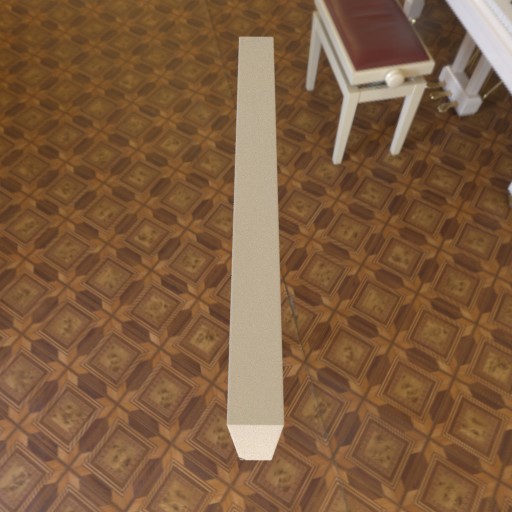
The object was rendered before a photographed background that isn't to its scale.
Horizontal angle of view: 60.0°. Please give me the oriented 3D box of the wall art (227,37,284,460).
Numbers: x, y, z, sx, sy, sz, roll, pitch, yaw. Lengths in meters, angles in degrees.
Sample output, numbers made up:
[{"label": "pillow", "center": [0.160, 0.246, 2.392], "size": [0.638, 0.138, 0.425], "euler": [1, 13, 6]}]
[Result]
[{"label": "wall art", "center": [0.000, 0.000, 0.481], "size": [0.039, 0.254, 0.384], "euler": [0, 61, 0]}]
